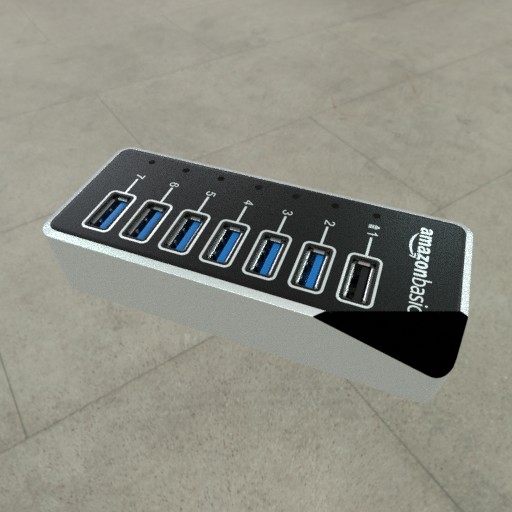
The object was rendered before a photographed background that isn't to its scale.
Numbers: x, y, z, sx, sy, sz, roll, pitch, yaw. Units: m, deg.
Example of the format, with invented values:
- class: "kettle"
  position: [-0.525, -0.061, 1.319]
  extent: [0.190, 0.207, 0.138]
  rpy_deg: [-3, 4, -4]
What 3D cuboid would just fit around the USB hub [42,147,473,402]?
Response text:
- class: "USB hub"
  position: [0.000, 0.000, 0.127]
  extent: [0.110, 0.023, 0.044]
  rpy_deg: [16, 49, 14]
